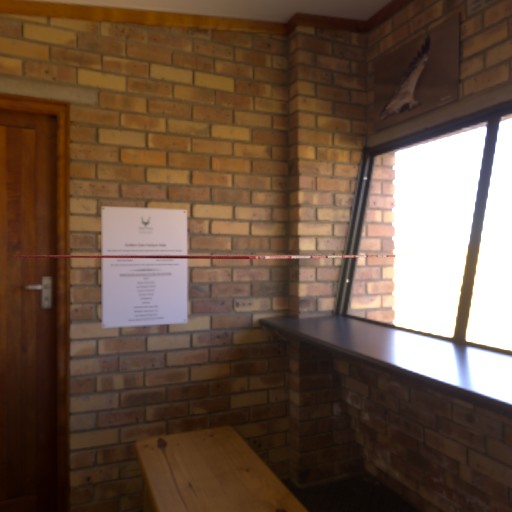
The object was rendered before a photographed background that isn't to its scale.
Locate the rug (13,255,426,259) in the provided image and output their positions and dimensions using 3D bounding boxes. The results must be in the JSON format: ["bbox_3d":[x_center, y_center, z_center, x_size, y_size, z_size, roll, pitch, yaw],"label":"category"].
[{"bbox_3d":[0.000,0.000,2.252,1.223,0.008,1.817,0,0,35],"label":"rug"}]
